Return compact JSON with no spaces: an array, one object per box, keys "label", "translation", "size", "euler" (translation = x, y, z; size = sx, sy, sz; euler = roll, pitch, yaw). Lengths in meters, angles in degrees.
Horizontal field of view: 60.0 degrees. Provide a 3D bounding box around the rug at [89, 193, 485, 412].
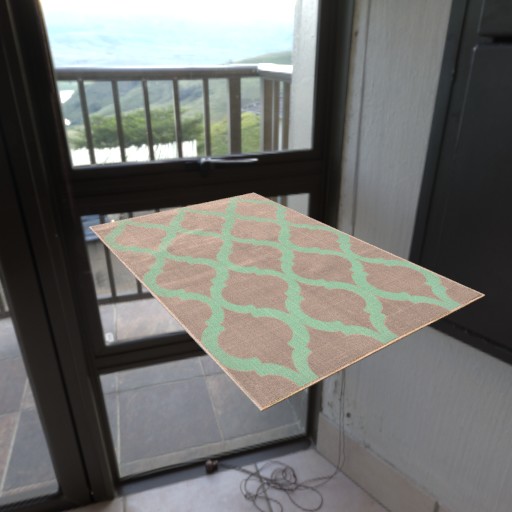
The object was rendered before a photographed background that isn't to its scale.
[{"label":"rug","translation":[0.000,0.000,2.926],"size":[1.524,0.006,2.286],"euler":[-17,30,-31]}]
